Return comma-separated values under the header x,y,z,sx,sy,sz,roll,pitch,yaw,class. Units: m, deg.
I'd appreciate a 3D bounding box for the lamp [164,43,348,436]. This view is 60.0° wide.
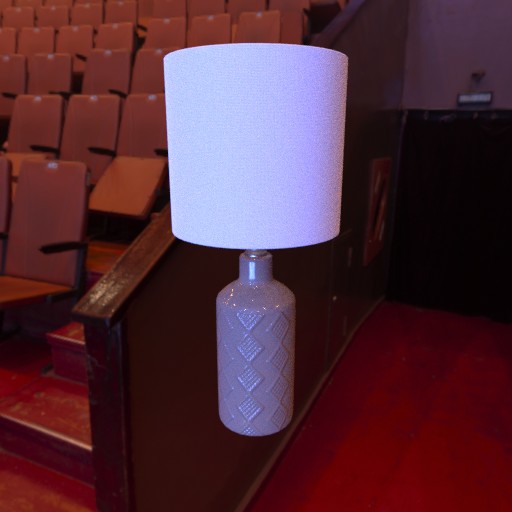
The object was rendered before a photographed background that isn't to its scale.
x,y,z,sx,sy,sz,roll,pitch,yaw,class
0.000,0.000,0.566,0.207,0.461,0.207,7,17,23,lamp
